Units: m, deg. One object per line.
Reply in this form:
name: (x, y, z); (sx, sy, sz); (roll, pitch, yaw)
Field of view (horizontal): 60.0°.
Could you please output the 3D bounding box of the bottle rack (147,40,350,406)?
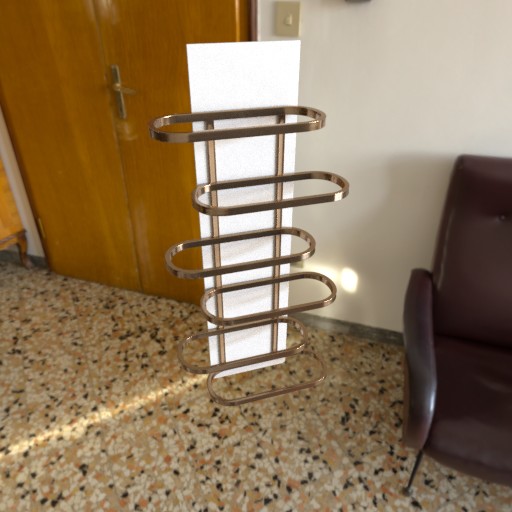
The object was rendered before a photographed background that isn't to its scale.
bottle rack: (0.000, 0.000, 0.824); (0.332, 0.709, 0.118); (-9, 33, -14)
